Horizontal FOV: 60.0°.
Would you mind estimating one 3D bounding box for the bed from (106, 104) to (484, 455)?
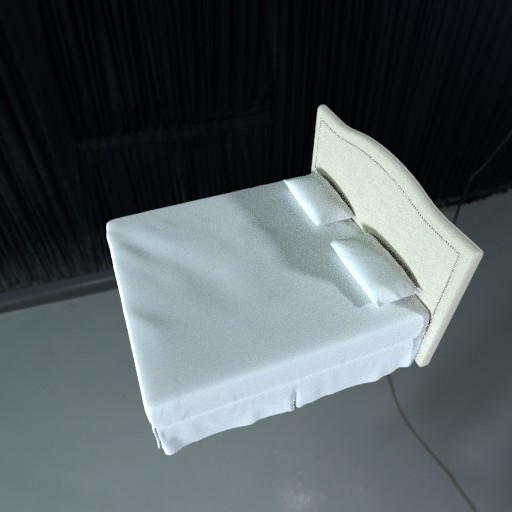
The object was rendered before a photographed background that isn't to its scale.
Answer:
[{"bbox_3d":[0.000,0.000,3.506,2.182,1.421,2.083,-15,46,-15],"label":"bed"}]
